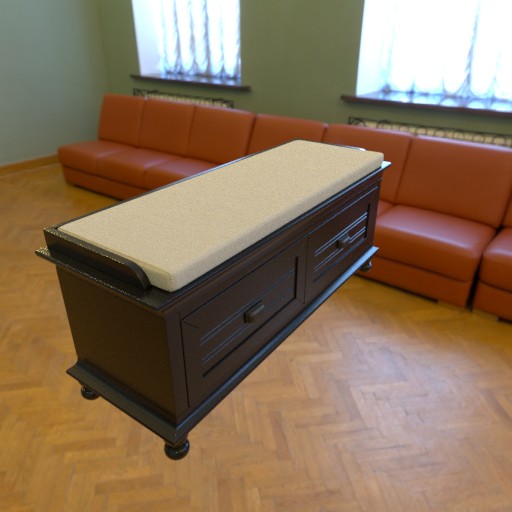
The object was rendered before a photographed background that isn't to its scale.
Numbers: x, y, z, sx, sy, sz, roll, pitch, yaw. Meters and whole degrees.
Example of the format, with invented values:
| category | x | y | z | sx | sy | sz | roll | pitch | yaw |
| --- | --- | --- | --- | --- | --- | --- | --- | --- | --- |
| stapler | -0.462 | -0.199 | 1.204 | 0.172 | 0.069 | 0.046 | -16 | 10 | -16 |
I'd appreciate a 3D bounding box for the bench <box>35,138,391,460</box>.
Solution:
| category | x | y | z | sx | sy | sz | roll | pitch | yaw |
| --- | --- | --- | --- | --- | --- | --- | --- | --- | --- |
| bench | 0.000 | 0.000 | 1.432 | 0.402 | 0.501 | 1.185 | 18 | 33 | 31 |
